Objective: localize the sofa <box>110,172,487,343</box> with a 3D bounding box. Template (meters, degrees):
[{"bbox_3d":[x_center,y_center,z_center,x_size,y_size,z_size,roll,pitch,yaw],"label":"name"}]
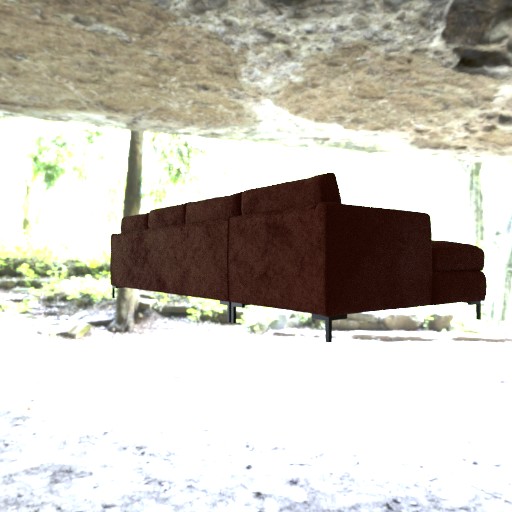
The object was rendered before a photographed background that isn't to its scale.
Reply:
[{"bbox_3d":[0.000,0.000,2.904,1.136,0.663,2.467,0,-1,-36],"label":"sofa"}]
